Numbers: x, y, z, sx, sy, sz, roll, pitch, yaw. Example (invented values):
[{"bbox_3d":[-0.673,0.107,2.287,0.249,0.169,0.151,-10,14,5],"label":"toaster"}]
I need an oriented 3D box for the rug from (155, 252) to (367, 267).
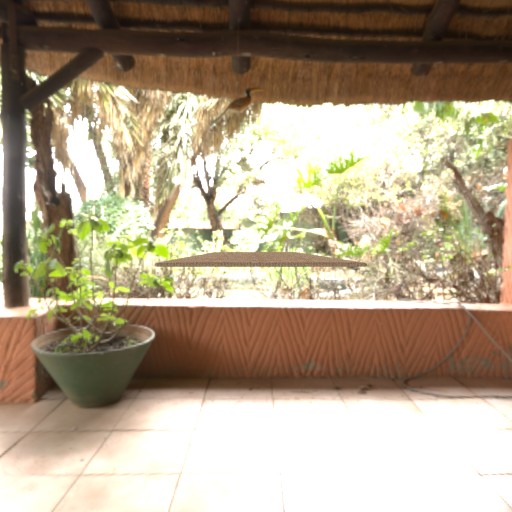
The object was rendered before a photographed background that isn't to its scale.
[{"bbox_3d":[0.000,0.000,2.542,0.678,0.014,2.276,0,1,-1],"label":"rug"}]
